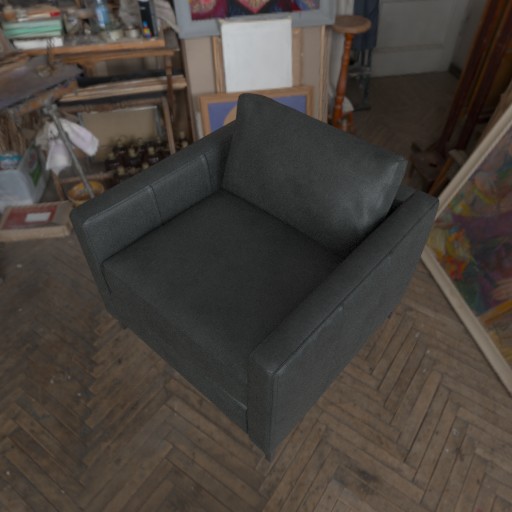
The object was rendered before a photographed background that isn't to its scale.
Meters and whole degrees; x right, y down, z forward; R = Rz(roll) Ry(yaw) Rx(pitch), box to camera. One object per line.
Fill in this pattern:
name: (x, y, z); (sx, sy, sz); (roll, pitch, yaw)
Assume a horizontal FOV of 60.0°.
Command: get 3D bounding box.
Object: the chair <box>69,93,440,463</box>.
chair: (0.000, 0.000, 1.530); (0.967, 0.824, 0.861); (33, 54, 27)
